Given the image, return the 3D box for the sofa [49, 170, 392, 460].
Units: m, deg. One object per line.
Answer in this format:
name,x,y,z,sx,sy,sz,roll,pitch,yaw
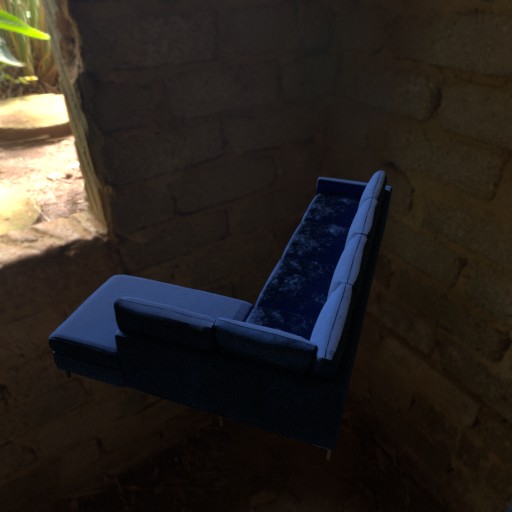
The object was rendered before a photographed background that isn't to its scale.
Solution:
sofa,0.000,0.000,3.287,1.707,0.687,2.486,11,35,16
